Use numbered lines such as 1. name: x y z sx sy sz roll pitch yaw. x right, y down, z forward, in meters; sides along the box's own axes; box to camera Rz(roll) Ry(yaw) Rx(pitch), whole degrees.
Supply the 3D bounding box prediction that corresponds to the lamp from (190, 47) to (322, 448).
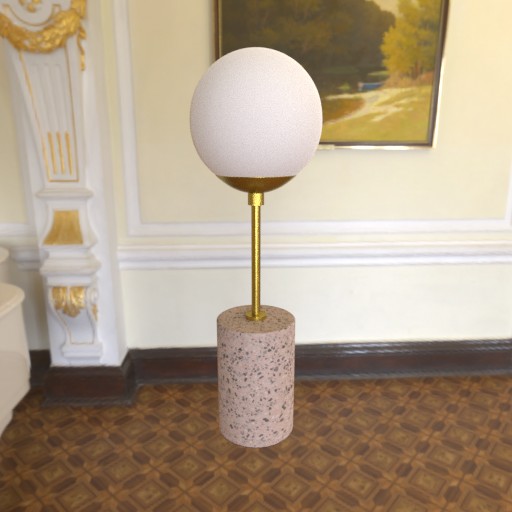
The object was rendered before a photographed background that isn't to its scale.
1. lamp: 0.000 0.000 0.556 0.153 0.480 0.153 0 14 0
